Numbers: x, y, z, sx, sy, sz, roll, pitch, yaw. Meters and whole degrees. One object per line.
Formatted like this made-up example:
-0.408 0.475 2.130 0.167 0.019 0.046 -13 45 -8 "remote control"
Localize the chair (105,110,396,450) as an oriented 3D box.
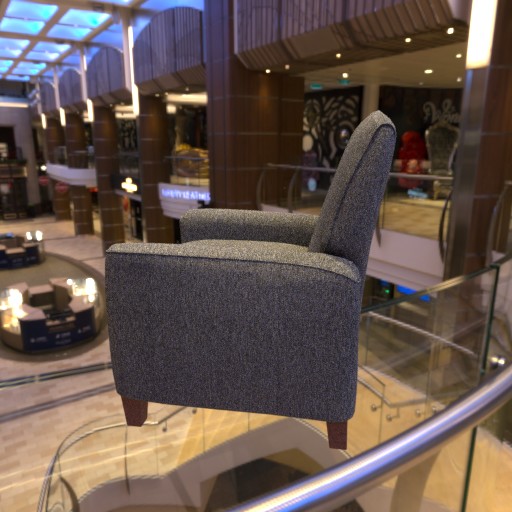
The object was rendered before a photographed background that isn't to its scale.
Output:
0.000 0.000 1.645 0.864 1.014 0.848 2 14 10 "chair"
